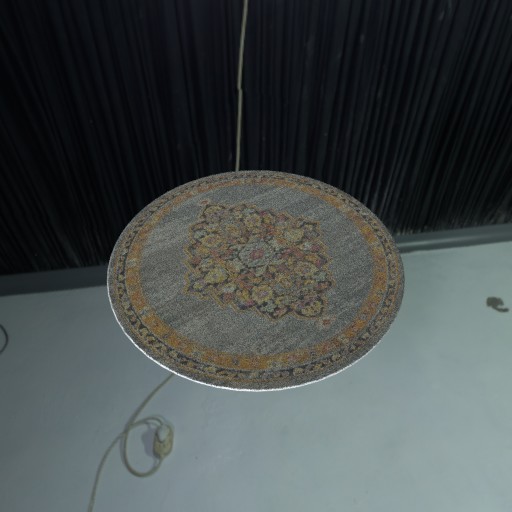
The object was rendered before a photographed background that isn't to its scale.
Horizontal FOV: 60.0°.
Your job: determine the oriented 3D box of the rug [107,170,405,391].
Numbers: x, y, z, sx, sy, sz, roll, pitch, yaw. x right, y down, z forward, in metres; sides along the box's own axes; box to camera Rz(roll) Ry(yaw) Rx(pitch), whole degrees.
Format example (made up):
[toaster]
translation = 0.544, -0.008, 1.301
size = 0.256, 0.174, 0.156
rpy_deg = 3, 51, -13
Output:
[rug]
translation = 0.000, 0.000, 2.444
size = 1.598, 0.010, 1.598
rpy_deg = 0, 46, 0
